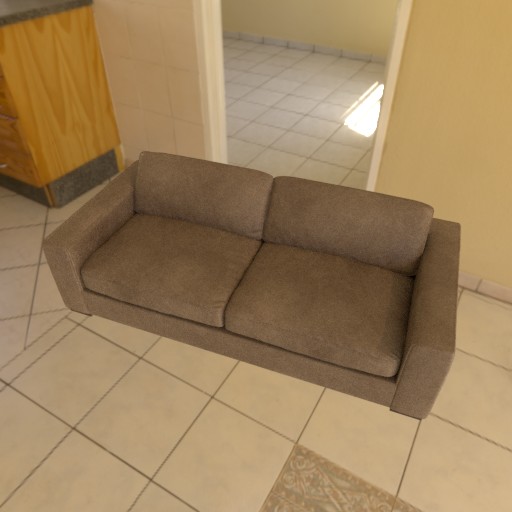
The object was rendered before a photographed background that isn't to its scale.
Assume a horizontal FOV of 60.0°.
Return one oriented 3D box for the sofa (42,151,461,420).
[{"bbox_3d":[0.000,0.000,2.697,2.262,0.801,1.070,14,43,15],"label":"sofa"}]
